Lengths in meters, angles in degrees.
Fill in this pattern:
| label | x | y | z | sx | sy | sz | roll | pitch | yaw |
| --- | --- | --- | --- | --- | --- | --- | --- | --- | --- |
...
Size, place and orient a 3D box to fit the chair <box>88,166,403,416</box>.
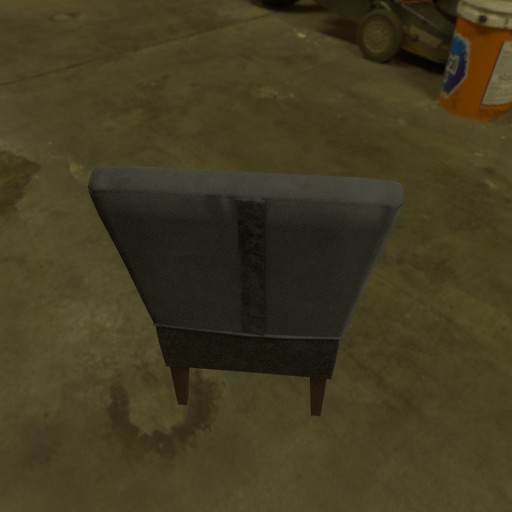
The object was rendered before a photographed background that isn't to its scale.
| label | x | y | z | sx | sy | sz | roll | pitch | yaw |
| --- | --- | --- | --- | --- | --- | --- | --- | --- | --- |
| chair | 0.000 | 0.000 | 1.173 | 0.521 | 0.806 | 0.554 | 4 | 44 | 4 |
